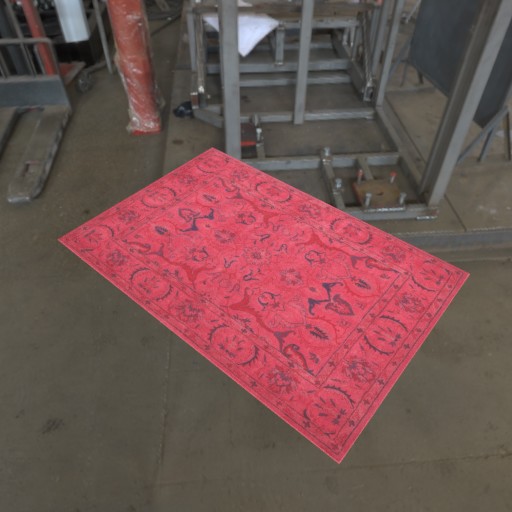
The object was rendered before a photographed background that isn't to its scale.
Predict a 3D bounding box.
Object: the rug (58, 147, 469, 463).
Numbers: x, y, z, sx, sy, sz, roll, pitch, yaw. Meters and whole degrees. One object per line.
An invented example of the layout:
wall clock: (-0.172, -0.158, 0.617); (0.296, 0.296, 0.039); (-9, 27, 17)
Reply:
rug: (0.000, 0.000, 2.331); (1.814, 0.008, 1.209); (31, 53, 27)
